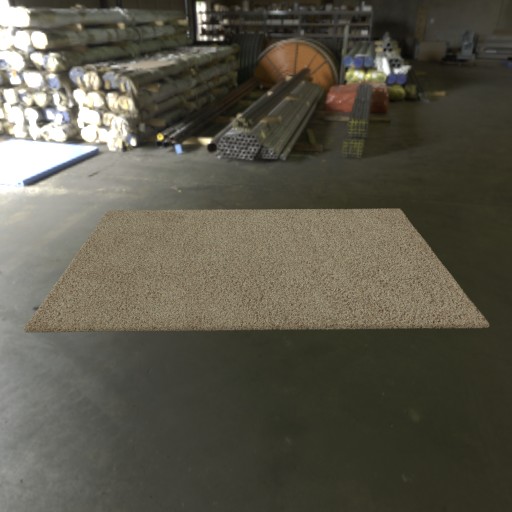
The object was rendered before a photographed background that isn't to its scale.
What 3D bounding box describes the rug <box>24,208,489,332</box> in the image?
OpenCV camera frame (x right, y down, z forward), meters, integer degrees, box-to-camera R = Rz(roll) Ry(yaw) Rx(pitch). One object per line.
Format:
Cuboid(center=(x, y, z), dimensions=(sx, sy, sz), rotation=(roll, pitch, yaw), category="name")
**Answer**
Cuboid(center=(0.000, 0.000, 3.375), dimensions=(2.743, 0.030, 1.778), rotation=(0, 29, -1), category="rug")
